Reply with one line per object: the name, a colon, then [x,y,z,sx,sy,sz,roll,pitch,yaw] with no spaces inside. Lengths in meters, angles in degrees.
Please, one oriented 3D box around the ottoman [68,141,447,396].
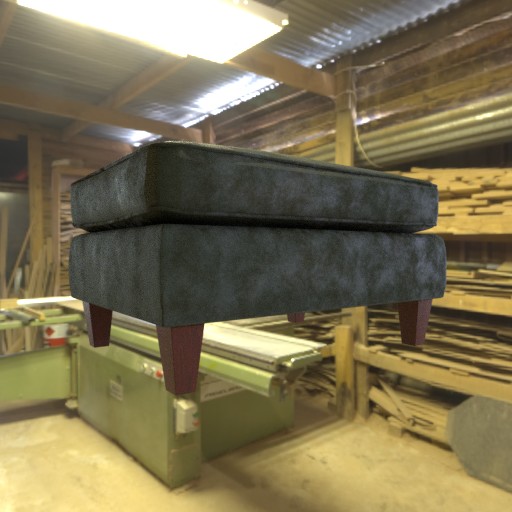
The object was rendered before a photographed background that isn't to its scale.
ottoman: [0.000,0.000,1.231,0.864,0.495,0.632,0,1,-36]
